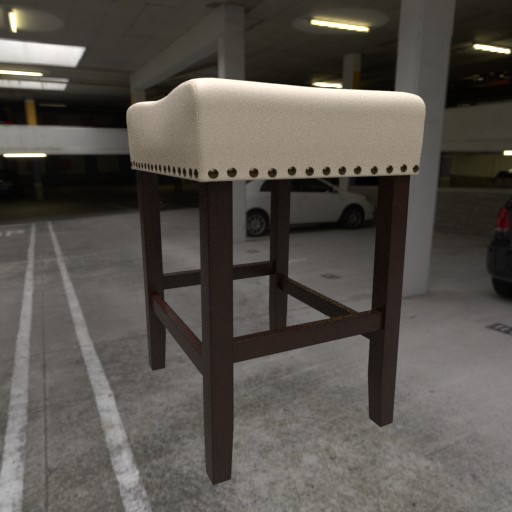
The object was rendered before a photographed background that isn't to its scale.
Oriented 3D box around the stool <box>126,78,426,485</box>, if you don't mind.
[{"bbox_3d":[0.000,0.000,0.904,0.401,0.609,0.471,-7,15,-26],"label":"stool"}]
